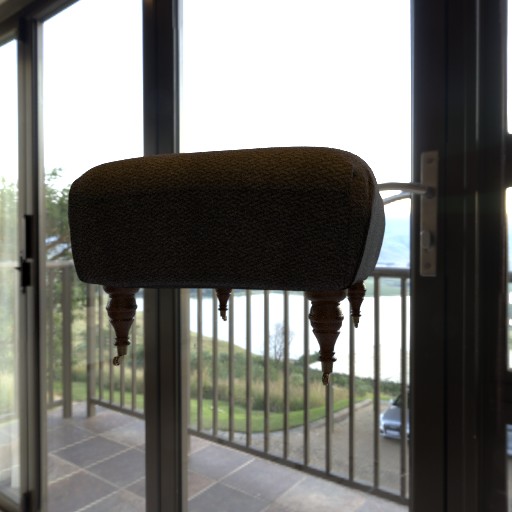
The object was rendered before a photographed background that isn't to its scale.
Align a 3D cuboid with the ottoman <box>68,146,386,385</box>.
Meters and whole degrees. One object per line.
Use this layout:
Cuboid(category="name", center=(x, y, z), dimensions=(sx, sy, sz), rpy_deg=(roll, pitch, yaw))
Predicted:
Cuboid(category="ottoman", center=(0.000, 0.000, 1.136), dimensions=(0.622, 0.450, 0.747), rpy_deg=(0, 1, 18))
